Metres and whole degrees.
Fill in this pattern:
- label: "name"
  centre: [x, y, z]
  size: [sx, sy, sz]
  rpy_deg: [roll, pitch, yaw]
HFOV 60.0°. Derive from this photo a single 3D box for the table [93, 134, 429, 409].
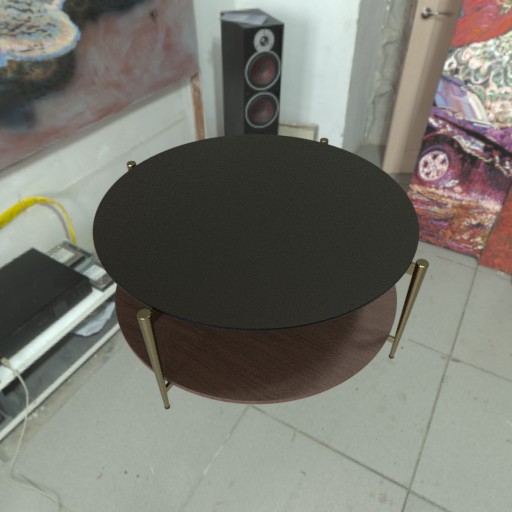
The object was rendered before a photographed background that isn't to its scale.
- label: "table"
  centre: [0.000, 0.000, 1.451]
  size: [0.938, 0.400, 0.938]
  rpy_deg: [0, 41, 1]
